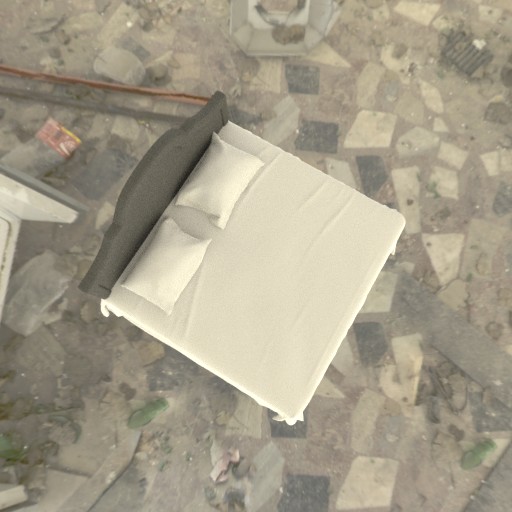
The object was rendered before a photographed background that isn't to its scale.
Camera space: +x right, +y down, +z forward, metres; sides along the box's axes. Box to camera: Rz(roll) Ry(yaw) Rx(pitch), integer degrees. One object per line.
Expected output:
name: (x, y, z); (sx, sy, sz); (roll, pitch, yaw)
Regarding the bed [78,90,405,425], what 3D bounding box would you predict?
bed: (0.000, 0.000, 3.819); (2.222, 1.631, 2.303); (30, 79, 7)
